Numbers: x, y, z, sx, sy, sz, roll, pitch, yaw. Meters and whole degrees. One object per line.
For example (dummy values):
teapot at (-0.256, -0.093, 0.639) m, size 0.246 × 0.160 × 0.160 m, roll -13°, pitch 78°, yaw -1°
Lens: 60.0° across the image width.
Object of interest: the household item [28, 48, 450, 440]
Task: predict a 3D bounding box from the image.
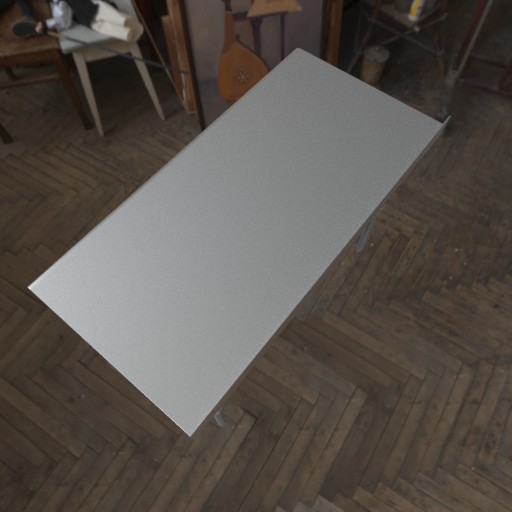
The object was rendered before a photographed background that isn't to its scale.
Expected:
household item at (0.000, 0.000, 1.662) m, size 0.610 × 0.851 × 1.219 m, roll 36°, pitch 68°, yaw 17°
